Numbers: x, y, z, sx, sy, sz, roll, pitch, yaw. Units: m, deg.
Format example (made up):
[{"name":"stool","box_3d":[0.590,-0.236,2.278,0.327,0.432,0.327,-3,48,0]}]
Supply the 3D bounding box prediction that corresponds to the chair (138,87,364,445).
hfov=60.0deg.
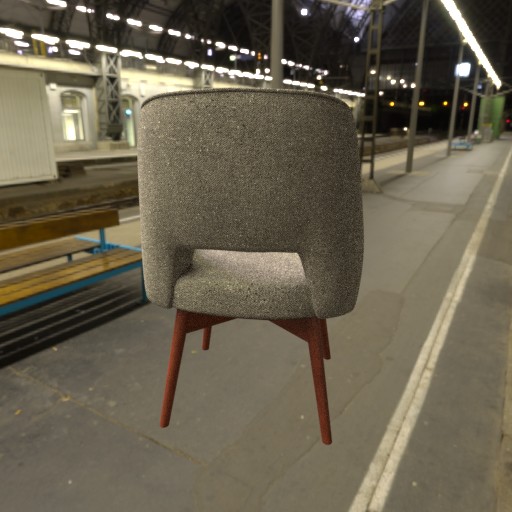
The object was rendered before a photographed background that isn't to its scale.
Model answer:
[{"name":"chair","box_3d":[0.000,0.000,1.289,0.608,0.875,0.629,3,17,8]}]
